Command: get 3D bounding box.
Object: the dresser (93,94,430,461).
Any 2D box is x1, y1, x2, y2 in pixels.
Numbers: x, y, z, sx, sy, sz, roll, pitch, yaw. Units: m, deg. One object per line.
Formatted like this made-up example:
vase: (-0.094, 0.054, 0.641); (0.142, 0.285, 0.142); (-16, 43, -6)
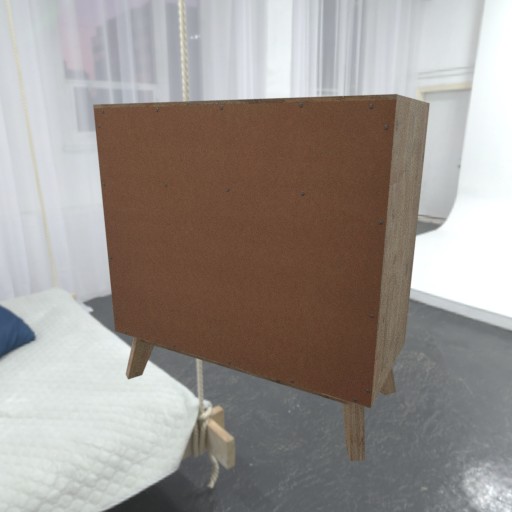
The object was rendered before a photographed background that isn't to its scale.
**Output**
dresser: (0.000, 0.000, 1.582); (0.998, 1.029, 0.455); (9, 18, 28)
